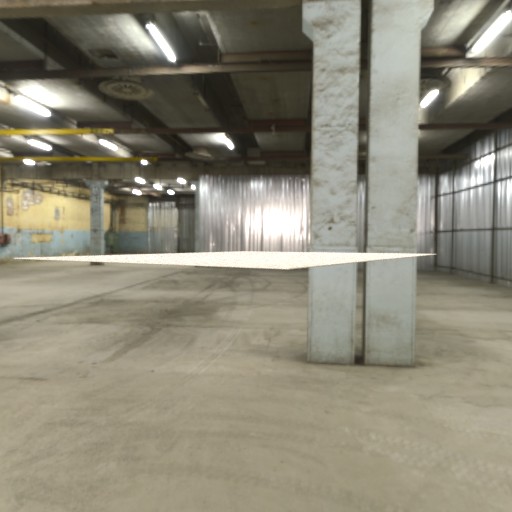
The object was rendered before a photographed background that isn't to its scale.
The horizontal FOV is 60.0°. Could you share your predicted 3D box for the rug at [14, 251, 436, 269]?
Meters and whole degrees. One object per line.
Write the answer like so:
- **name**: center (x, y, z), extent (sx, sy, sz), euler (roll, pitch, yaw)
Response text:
- **rug**: center (0.000, 0.000, 3.969), extent (2.421, 0.008, 3.045), euler (1, 2, 34)
